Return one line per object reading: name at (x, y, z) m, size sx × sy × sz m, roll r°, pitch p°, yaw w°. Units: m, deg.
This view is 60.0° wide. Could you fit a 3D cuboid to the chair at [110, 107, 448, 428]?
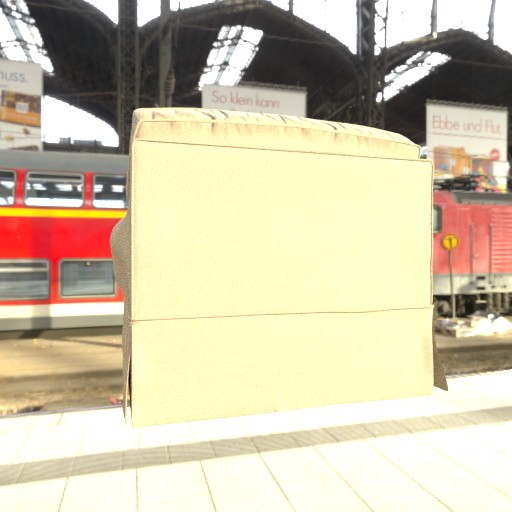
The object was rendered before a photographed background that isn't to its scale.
chair at (0.000, 0.000, 1.757) m, size 1.096 × 0.937 × 0.903 m, roll 0°, pitch 0°, yaw -17°
